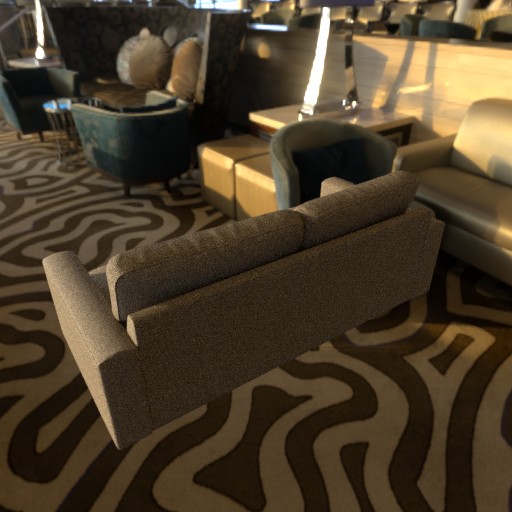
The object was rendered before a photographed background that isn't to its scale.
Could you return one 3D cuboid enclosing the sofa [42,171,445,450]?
[{"bbox_3d":[0.000,0.000,2.651,2.179,0.873,1.016,-19,36,-29],"label":"sofa"}]
